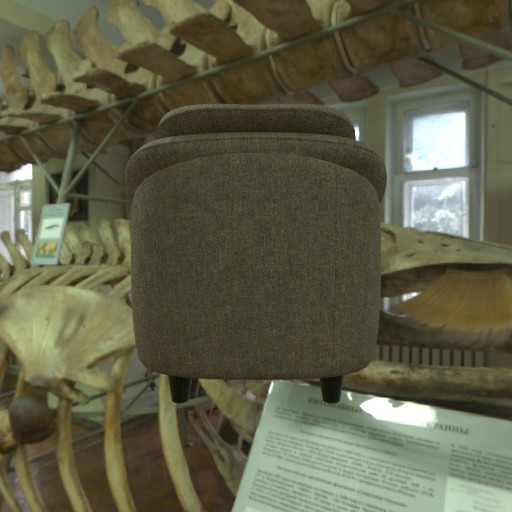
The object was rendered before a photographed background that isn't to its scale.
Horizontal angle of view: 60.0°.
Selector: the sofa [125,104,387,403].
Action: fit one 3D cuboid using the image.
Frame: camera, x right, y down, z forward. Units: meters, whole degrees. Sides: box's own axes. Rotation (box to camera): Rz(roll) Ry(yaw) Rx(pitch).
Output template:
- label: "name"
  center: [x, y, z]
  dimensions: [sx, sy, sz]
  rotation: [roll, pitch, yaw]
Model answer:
- label: "sofa"
  center: [0.000, 0.000, 1.527]
  dimensions: [0.870, 0.811, 0.794]
  rotation: [0, 1, 0]
